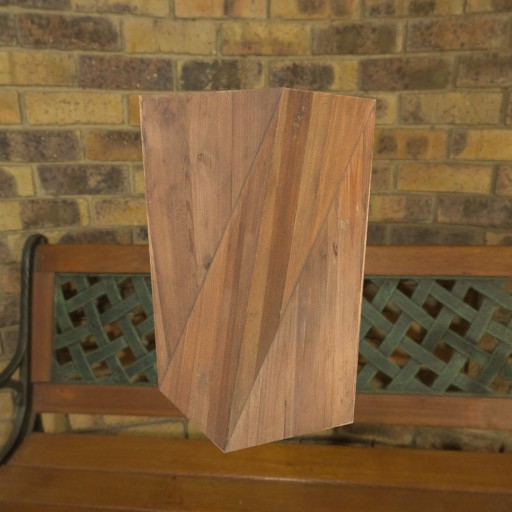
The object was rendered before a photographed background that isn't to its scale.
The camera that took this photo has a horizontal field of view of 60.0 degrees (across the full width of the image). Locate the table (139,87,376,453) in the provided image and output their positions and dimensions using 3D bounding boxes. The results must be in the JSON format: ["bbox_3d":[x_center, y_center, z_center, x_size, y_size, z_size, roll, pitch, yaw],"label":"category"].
[{"bbox_3d":[0.000,0.000,0.911,0.441,0.604,0.425,-7,16,-25],"label":"table"}]
